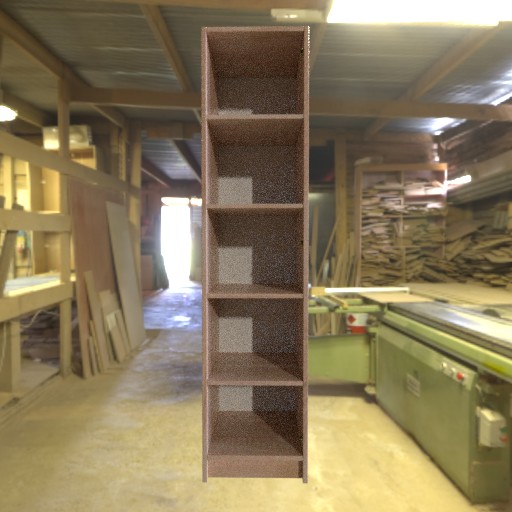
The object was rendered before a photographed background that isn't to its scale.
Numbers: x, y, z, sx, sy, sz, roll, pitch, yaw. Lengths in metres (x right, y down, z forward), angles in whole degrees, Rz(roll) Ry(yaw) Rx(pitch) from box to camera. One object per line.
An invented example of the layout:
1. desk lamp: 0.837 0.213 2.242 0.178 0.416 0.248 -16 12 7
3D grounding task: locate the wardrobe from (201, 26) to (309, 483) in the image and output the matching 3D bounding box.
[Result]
1. wardrobe: 0.000 0.000 2.348 0.496 2.117 0.588 0 1 1
